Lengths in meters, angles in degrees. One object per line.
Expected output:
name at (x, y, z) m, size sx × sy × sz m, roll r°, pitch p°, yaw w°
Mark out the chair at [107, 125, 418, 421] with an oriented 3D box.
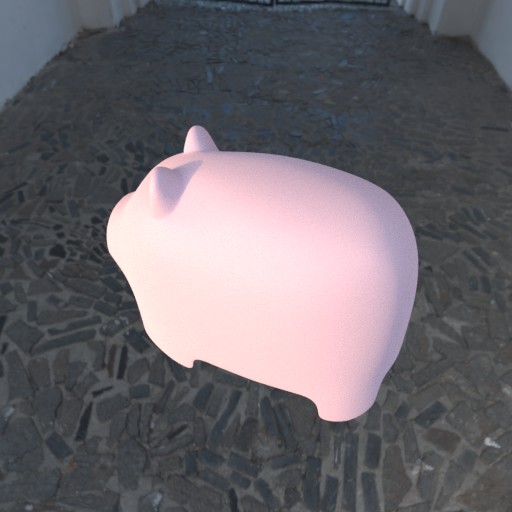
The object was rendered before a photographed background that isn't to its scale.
chair at (0.000, 0.000, 0.861) m, size 0.619 × 0.423 × 0.364 m, roll 15°, pitch 48°, yaw 14°
